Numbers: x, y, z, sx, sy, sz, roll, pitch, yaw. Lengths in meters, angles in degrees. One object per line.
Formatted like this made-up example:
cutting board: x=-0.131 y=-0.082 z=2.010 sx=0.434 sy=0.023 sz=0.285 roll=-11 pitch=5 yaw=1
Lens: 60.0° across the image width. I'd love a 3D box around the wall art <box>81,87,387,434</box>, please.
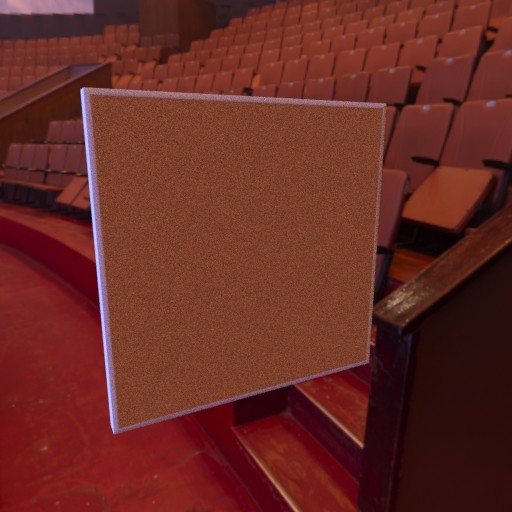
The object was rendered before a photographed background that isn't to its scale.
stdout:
wall art: x=0.000 y=0.000 z=1.132 sx=0.768 sy=0.765 sz=0.041 roll=-7 pitch=16 yaw=-26
